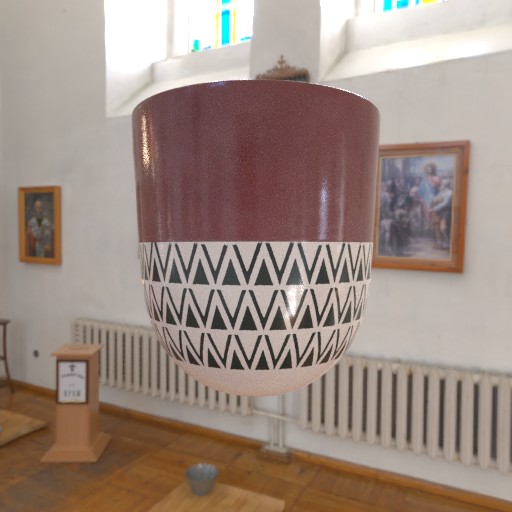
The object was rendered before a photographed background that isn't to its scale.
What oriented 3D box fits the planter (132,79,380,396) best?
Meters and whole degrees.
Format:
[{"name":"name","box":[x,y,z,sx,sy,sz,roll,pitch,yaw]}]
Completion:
[{"name":"planter","box":[0.000,0.000,0.362,0.195,0.214,0.195,0,1,0]}]
